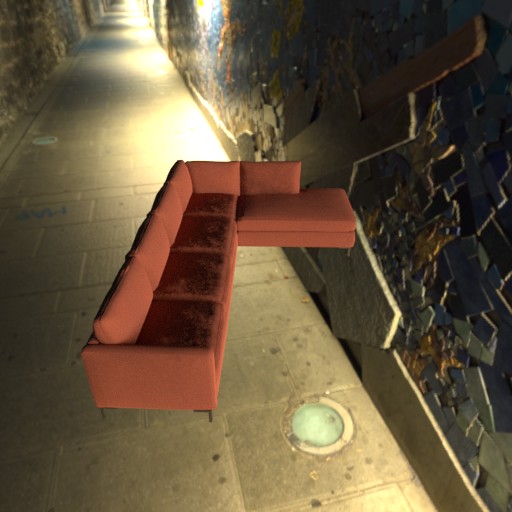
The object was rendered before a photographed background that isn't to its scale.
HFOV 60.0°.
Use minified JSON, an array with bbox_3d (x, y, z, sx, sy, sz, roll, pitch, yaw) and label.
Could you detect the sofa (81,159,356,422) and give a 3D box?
[{"bbox_3d":[0.000,0.000,3.657,1.879,0.757,2.736,1,32,1],"label":"sofa"}]
